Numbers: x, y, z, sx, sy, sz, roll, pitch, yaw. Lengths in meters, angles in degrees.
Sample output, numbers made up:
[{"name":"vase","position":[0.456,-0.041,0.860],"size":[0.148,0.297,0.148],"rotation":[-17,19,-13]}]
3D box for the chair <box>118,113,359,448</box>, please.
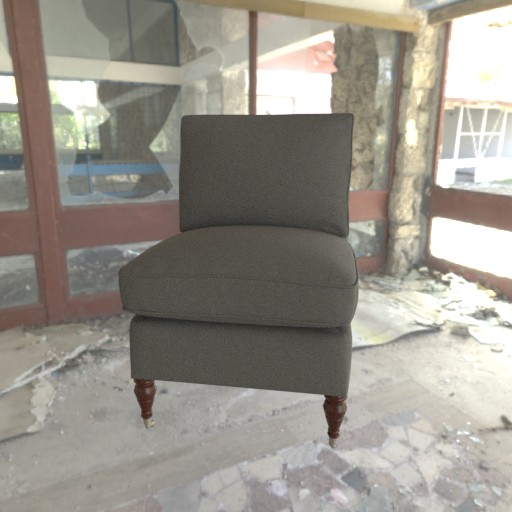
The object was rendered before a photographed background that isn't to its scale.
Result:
[{"name":"chair","position":[0.000,0.000,1.667],"size":[0.724,1.045,0.924],"rotation":[2,15,9]}]
